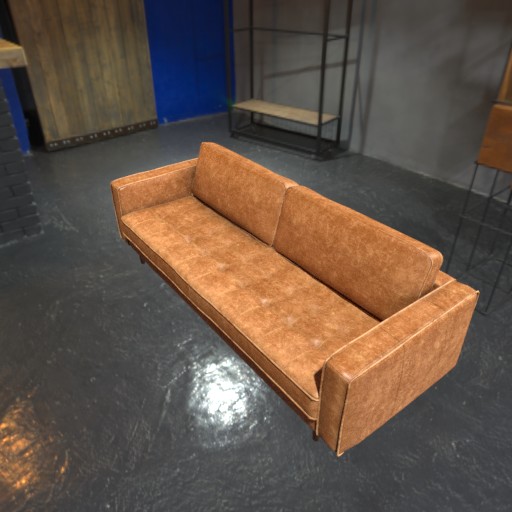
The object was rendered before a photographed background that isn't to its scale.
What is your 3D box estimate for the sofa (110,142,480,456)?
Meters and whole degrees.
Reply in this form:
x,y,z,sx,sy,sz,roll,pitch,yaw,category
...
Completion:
x,y,z,sx,sy,sz,roll,pitch,yaw,category
0.000,0.000,2.566,0.886,0.779,2.199,-22,39,-31,sofa
